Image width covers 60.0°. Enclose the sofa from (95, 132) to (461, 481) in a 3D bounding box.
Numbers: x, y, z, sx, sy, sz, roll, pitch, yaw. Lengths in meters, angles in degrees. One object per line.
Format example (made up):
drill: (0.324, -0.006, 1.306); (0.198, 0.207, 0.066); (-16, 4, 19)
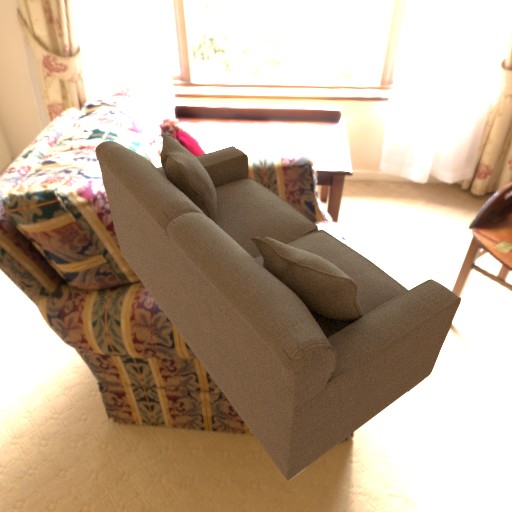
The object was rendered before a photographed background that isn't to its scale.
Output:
sofa: (0.000, 0.000, 2.406); (1.000, 0.958, 1.846); (-24, 45, -26)
